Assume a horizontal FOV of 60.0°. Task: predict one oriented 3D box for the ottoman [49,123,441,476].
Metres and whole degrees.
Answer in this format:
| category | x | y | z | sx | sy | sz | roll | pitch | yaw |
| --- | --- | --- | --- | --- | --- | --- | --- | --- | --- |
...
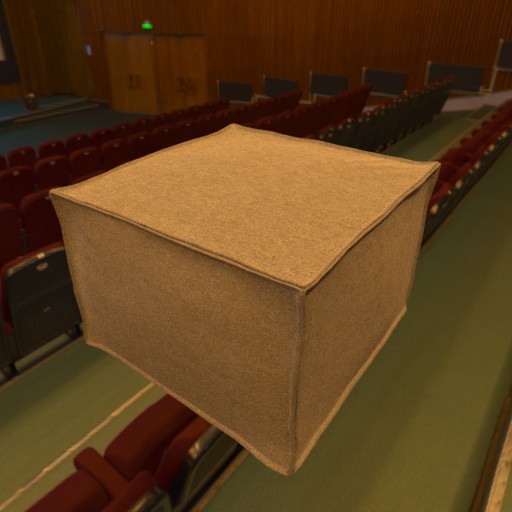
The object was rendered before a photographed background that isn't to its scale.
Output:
| category | x | y | z | sx | sy | sz | roll | pitch | yaw |
| --- | --- | --- | --- | --- | --- | --- | --- | --- | --- |
| ottoman | 0.000 | 0.000 | 1.148 | 0.696 | 0.470 | 0.707 | 20 | 37 | 30 |
